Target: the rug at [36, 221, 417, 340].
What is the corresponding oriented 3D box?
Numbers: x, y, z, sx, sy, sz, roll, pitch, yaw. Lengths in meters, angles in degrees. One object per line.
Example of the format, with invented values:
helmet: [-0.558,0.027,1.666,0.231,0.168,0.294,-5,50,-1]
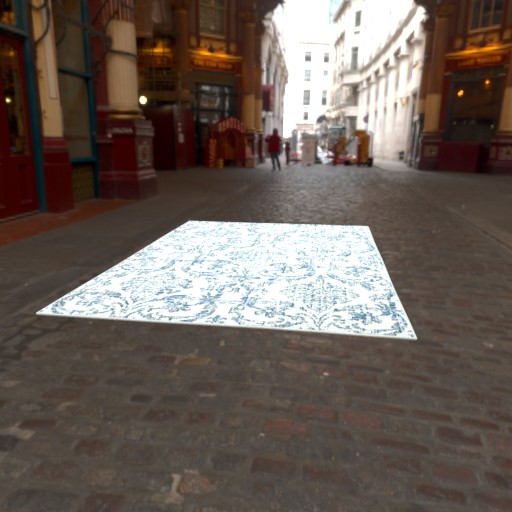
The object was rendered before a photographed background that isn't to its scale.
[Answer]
rug: [0.000,0.000,2.842,1.586,0.014,2.197,2,15,9]
